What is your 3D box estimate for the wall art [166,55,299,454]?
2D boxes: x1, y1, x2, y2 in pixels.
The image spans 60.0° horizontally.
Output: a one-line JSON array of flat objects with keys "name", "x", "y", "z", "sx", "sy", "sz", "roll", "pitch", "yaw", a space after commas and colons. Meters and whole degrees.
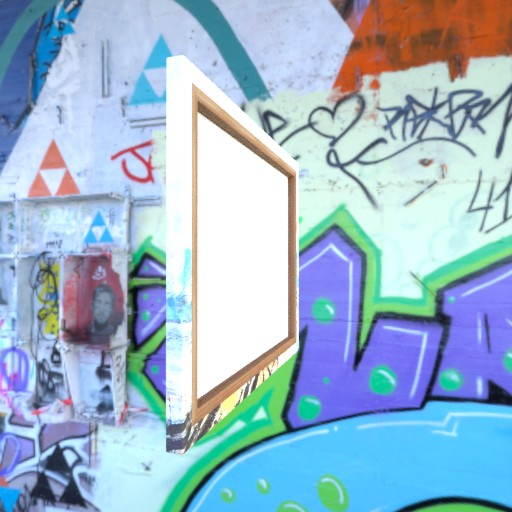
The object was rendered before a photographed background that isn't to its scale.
[{"name": "wall art", "x": 0.000, "y": 0.000, "z": 1.330, "sx": 0.038, "sy": 0.762, "sz": 1.016, "roll": 0, "pitch": 0, "yaw": 18}]
